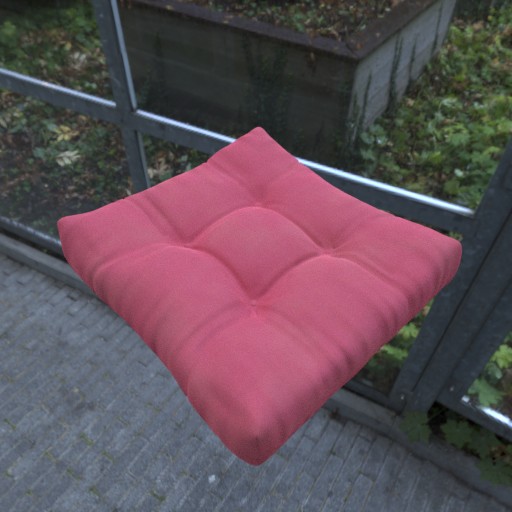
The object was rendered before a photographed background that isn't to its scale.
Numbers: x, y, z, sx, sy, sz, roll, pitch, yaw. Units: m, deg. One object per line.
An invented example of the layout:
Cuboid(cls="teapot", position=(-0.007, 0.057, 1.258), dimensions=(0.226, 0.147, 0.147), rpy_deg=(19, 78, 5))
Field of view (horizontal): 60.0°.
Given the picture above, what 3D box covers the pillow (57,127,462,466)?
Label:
Cuboid(cls="pillow", position=(0.000, 0.000, 0.730), dimensions=(0.468, 0.128, 0.490), rpy_deg=(-33, 54, -28))
